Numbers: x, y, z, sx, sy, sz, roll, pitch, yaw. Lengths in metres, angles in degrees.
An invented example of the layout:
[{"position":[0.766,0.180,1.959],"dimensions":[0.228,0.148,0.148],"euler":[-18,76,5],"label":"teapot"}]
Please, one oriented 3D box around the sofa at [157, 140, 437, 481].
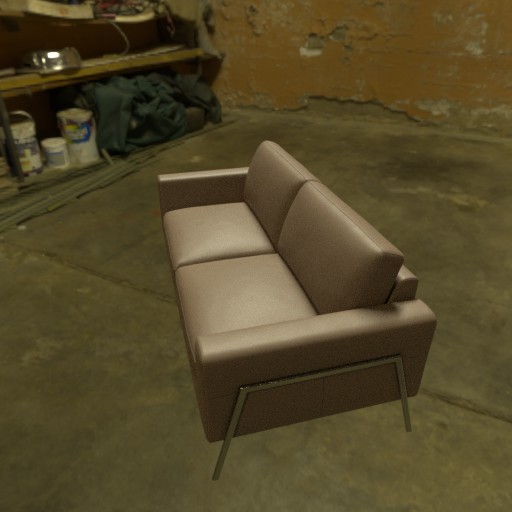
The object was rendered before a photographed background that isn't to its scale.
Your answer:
[{"position":[0.000,0.000,2.548],"dimensions":[0.953,0.875,2.017],"euler":[-8,31,-13],"label":"sofa"}]
